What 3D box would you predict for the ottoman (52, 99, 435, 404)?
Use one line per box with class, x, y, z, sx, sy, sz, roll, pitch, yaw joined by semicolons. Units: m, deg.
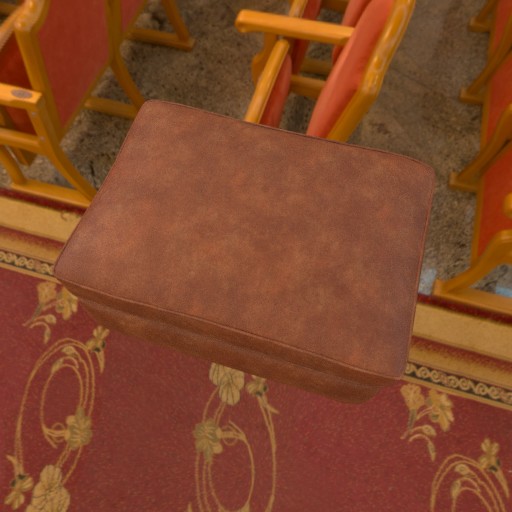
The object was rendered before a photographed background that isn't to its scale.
ottoman;0.000;0.000;1.012;0.665;0.418;0.501;15;65;7
